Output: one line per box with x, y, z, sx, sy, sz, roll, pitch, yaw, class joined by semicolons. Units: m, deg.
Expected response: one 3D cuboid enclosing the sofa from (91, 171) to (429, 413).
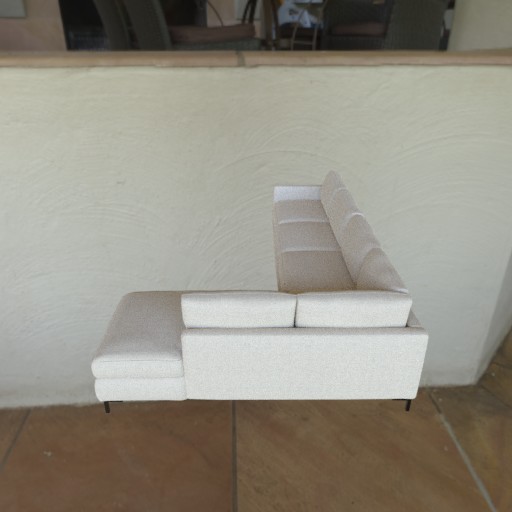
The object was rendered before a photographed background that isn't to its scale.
0.000;0.000;3.935;2.007;0.815;2.949;0;26;0;sofa
